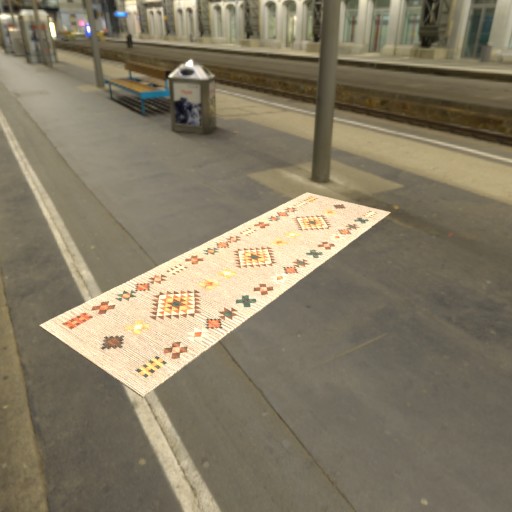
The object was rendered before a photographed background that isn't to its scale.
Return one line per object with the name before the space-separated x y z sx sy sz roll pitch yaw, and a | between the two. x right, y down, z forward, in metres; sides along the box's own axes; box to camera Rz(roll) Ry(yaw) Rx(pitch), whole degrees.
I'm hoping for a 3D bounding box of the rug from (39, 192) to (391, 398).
rug | 0.000 0.000 2.781 0.766 0.008 2.432 19 33 33
